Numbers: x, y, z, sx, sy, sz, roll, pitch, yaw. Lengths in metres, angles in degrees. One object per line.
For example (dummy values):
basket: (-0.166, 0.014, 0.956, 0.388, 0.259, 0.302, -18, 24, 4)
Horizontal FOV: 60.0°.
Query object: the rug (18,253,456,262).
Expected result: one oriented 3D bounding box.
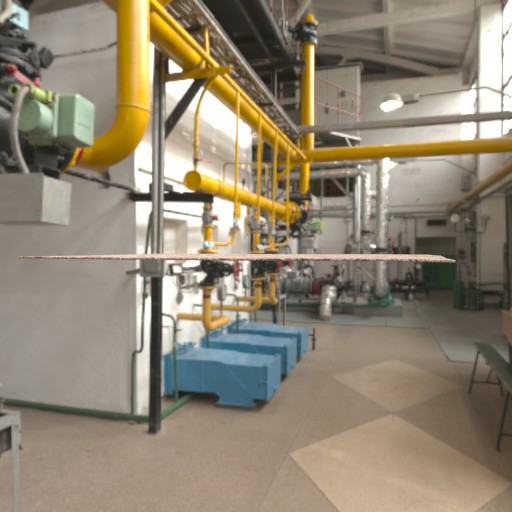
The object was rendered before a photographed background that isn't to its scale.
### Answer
rug: (0.000, 0.000, 4.167, 3.226, 0.024, 2.436, 0, 1, 18)
